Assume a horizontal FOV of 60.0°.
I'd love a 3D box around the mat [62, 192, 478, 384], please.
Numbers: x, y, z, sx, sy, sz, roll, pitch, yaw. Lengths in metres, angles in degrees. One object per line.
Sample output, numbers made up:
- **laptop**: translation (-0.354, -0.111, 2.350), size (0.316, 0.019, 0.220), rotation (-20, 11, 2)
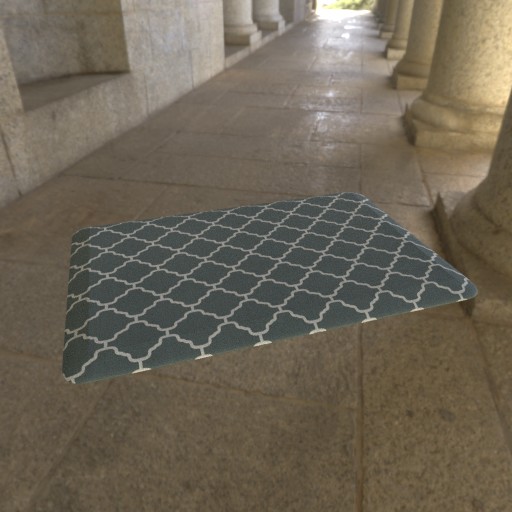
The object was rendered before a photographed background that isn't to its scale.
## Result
- **mat**: translation (0.000, 0.000, 0.950), size (0.762, 0.021, 0.508), rotation (-9, 33, -15)
